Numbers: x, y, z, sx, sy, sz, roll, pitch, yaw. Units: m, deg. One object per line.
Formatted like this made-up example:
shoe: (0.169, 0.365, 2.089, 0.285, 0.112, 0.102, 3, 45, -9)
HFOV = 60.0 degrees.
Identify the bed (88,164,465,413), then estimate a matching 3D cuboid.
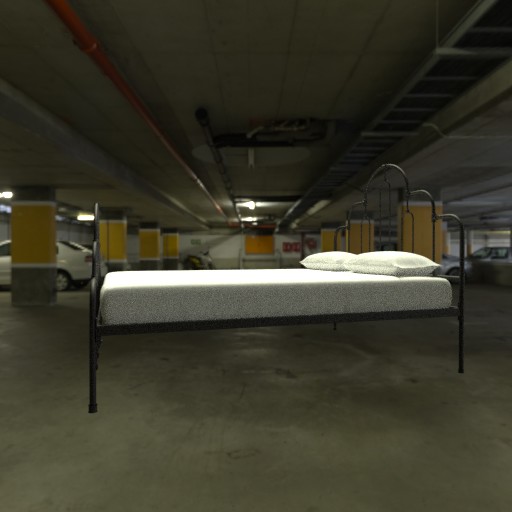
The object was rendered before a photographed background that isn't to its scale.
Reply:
bed: (0.000, 0.000, 3.138, 2.163, 1.429, 1.640, 0, 0, -18)
